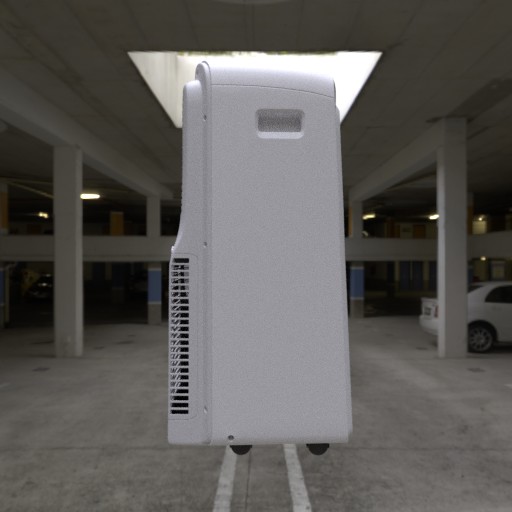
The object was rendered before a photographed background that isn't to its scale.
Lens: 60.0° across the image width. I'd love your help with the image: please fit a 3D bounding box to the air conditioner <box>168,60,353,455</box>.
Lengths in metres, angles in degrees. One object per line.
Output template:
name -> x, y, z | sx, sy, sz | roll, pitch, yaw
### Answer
air conditioner -> 0.000, 0.000, 0.957 | 0.365, 0.700, 0.454 | 0, 0, 0
